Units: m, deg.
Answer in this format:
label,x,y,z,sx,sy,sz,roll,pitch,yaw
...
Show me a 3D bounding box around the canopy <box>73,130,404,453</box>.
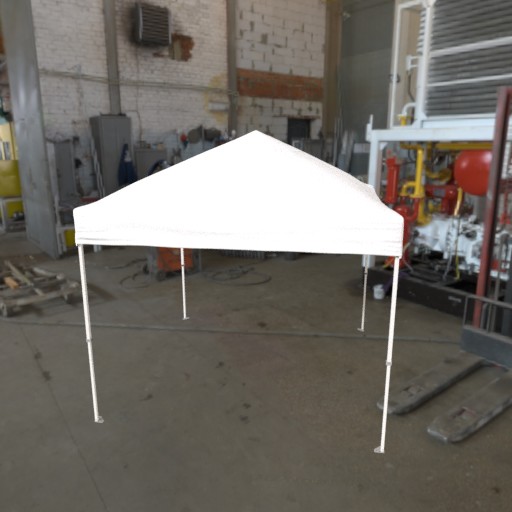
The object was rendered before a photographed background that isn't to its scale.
label,x,y,z,sx,sy,sz,roll,pitch,yaw
canopy,0.000,0.000,5.490,2.998,2.997,2.996,2,14,9
